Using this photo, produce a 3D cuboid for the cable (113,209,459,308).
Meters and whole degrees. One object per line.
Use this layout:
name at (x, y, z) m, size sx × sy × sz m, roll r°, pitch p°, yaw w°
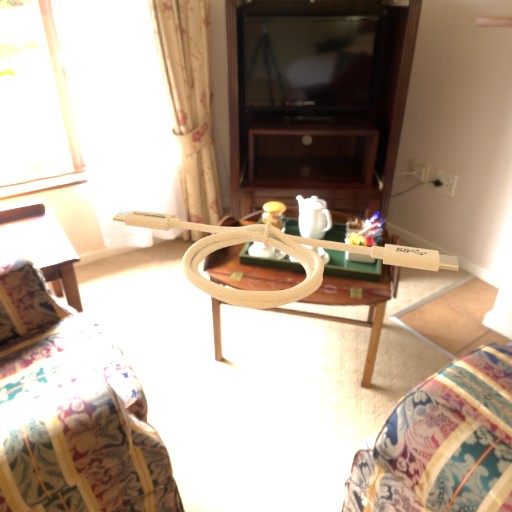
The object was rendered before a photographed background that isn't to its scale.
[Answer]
cable at (0.000, 0.000, 0.212) m, size 0.186 × 0.014 × 0.070 m, roll 9°, pitch 31°, yaw 14°
